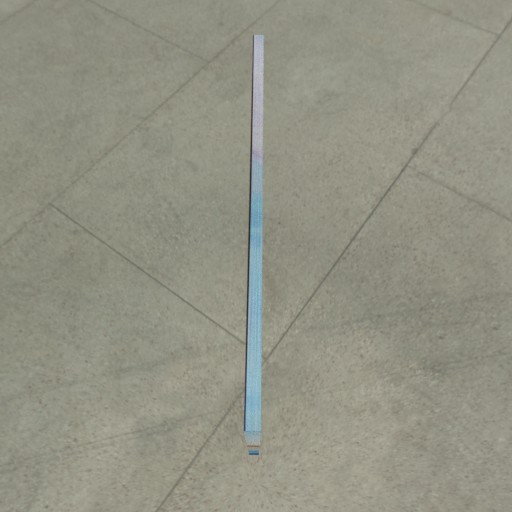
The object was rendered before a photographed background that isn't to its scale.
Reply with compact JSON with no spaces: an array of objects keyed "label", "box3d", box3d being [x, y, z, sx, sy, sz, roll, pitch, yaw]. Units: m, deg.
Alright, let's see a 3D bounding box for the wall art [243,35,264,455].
[{"label":"wall art","box3d":[0.000,0.000,0.763,0.018,0.402,0.604,1,63,0]}]
